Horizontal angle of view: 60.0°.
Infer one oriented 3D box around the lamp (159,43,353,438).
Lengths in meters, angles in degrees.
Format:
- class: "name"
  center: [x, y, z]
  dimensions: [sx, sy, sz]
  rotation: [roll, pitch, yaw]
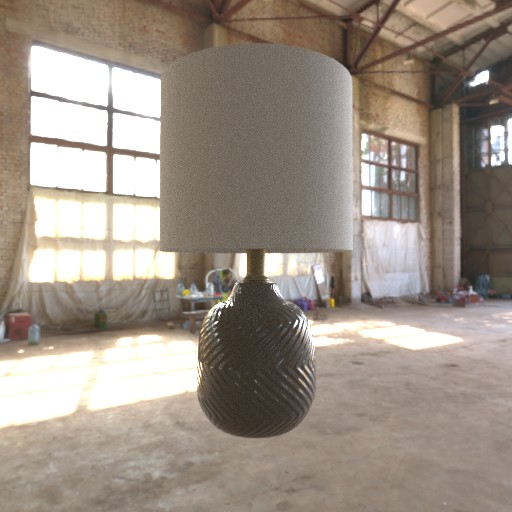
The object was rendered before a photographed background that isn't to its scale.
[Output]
- class: "lamp"
  center: [0.000, 0.000, 0.484]
  dimensions: [0.207, 0.366, 0.207]
  rotation: [0, -1, -17]
